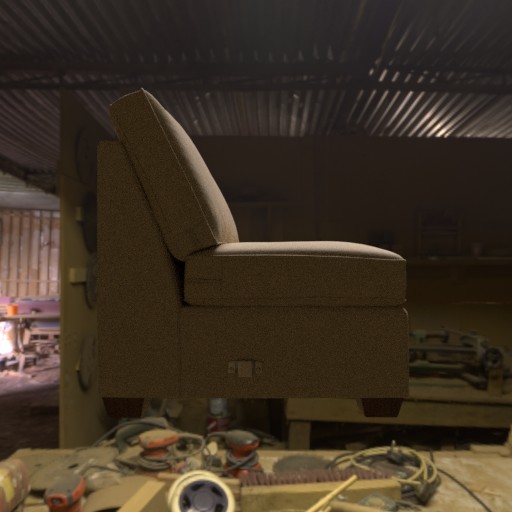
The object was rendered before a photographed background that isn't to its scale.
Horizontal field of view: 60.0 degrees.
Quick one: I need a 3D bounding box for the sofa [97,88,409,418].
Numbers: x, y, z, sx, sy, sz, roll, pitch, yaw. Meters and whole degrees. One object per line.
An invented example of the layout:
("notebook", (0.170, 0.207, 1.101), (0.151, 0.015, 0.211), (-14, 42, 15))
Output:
("sofa", (0.000, 0.000, 1.932), (0.951, 1.008, 1.237), (0, -1, 1))
